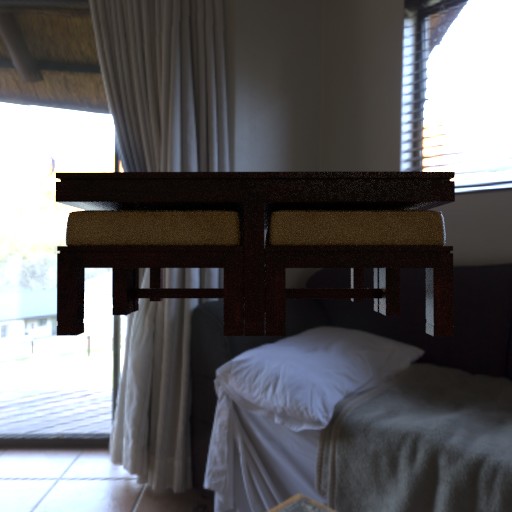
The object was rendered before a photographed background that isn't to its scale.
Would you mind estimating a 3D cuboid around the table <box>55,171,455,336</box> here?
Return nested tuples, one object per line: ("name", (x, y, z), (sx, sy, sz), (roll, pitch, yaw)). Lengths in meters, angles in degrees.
("table", (0.000, 0.000, 1.390), (0.865, 0.356, 0.865), (0, -1, 0))
